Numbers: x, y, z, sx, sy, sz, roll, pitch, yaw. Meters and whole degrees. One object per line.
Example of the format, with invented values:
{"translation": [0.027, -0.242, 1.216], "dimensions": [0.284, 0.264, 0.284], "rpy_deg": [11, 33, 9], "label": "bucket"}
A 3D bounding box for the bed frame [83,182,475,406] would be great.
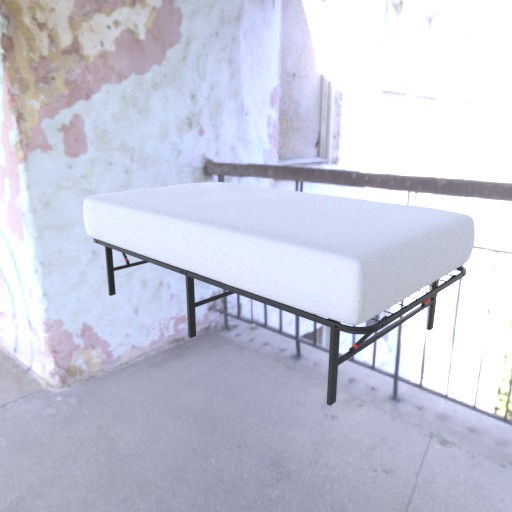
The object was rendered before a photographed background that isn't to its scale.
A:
{"translation": [0.000, 0.000, 2.405], "dimensions": [1.908, 0.640, 1.025], "rpy_deg": [15, 22, 42], "label": "bed frame"}
